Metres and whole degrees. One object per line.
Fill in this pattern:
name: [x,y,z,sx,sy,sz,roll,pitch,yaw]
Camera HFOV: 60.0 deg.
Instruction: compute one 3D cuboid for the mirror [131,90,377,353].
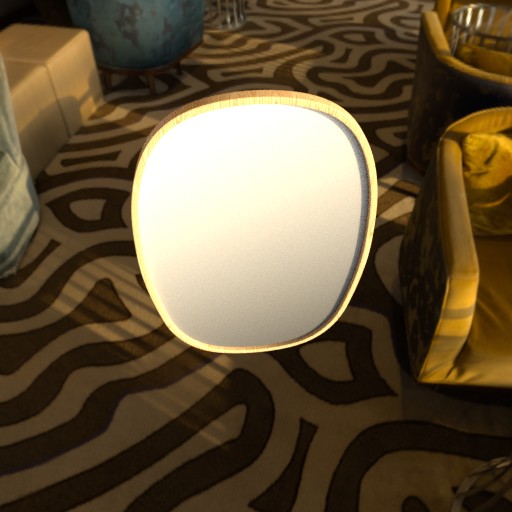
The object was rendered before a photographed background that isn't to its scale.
mirror: [0.000,0.000,1.405,0.724,1.075,0.037,-4,46,-4]
